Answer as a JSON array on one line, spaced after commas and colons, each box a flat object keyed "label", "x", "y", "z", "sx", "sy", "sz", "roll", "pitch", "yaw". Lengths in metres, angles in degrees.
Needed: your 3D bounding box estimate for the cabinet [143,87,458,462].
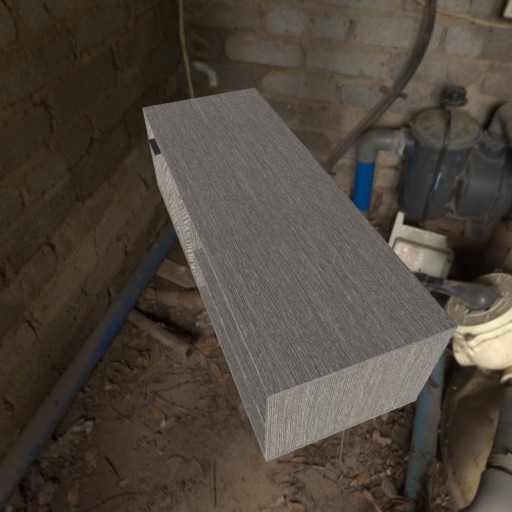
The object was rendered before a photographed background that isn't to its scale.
[{"label": "cabinet", "x": 0.000, "y": 0.000, "z": 1.601, "sx": 0.500, "sy": 0.599, "sz": 1.300, "roll": -16, "pitch": 48, "yaw": -15}]
